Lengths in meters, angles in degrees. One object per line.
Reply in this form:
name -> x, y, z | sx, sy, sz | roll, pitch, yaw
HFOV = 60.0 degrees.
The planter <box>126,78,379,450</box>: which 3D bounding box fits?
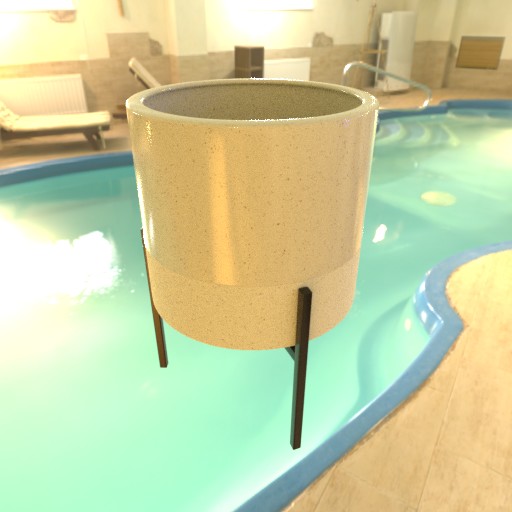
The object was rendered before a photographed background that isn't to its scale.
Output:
planter -> 0.000, 0.000, 0.332 | 0.152, 0.230, 0.159 | 20, 35, 32
